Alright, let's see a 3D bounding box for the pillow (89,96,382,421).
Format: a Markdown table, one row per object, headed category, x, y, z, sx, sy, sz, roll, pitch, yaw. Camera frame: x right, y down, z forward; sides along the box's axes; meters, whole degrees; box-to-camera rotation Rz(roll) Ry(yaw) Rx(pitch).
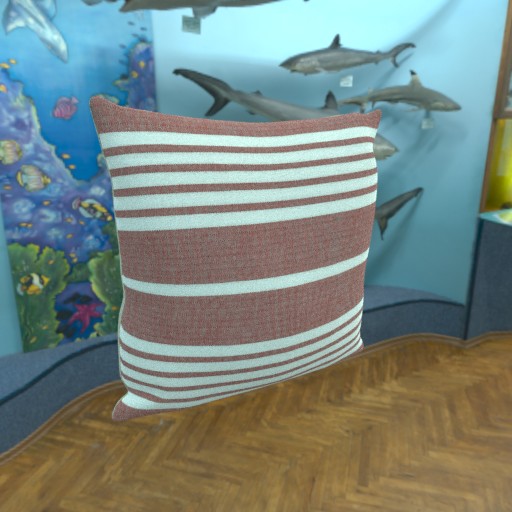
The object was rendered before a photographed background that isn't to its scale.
| category | x | y | z | sx | sy | sz | roll | pitch | yaw |
| --- | --- | --- | --- | --- | --- | --- | --- | --- | --- |
| pillow | 0.000 | 0.000 | 0.645 | 0.439 | 0.427 | 0.182 | -8 | 18 | -26 |
